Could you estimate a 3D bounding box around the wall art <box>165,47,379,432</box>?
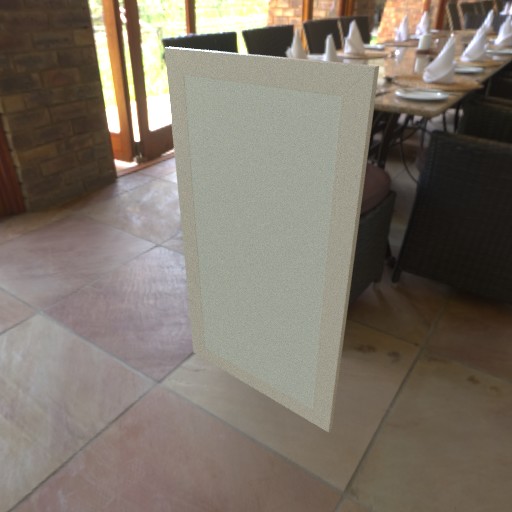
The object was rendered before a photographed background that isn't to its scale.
[{"bbox_3d":[0.000,0.000,0.823,0.380,0.683,0.013,21,37,32],"label":"wall art"}]
